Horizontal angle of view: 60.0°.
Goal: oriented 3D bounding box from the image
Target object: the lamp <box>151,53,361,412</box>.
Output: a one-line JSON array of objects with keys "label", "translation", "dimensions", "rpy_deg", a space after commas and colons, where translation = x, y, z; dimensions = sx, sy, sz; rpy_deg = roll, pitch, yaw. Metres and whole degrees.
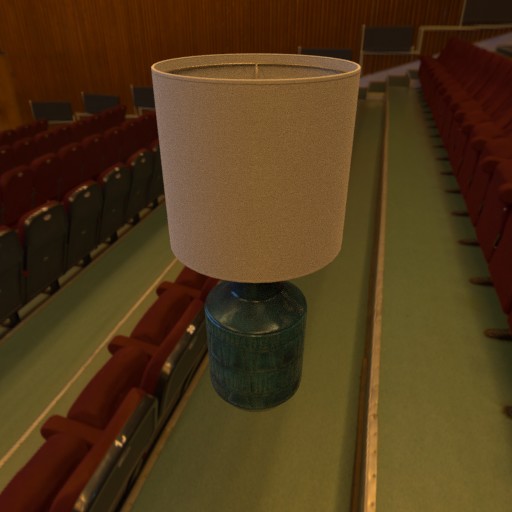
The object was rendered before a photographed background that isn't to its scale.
[{"label": "lamp", "translation": [0.000, 0.000, 0.569], "dimensions": [0.211, 0.455, 0.211], "rpy_deg": [7, 31, 12]}]
